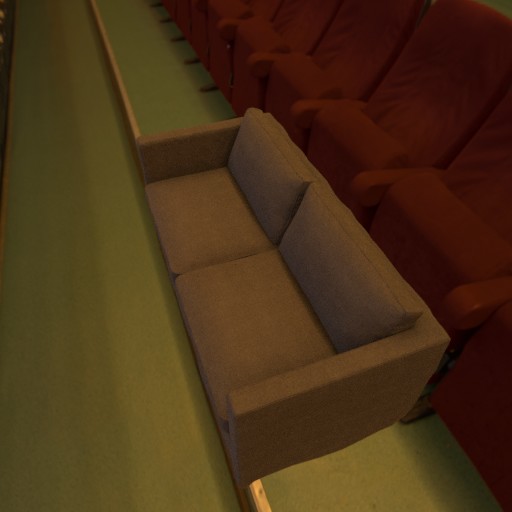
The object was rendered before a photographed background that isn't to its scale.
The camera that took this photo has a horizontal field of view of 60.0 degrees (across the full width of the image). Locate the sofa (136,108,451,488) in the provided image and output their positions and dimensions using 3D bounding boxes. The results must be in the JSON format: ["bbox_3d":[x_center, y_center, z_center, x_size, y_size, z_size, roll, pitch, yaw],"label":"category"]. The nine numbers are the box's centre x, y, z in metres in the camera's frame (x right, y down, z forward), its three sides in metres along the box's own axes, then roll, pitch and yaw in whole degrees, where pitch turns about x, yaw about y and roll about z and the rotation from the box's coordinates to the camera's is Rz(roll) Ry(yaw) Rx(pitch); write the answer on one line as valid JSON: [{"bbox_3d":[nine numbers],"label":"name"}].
[{"bbox_3d":[0.000,0.000,2.477,0.953,0.855,1.982,-15,48,-14],"label":"sofa"}]
